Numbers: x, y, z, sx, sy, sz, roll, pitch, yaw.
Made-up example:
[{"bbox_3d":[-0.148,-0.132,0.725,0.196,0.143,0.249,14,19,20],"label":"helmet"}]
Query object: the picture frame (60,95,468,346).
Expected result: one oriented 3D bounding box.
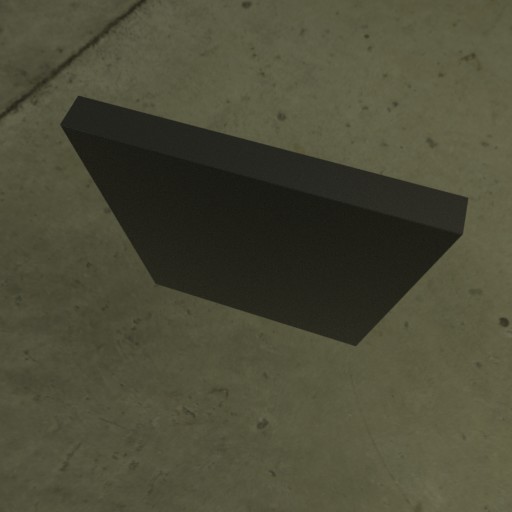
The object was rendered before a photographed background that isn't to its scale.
[{"bbox_3d":[0.000,0.000,0.523,0.328,0.378,0.034,16,67,7],"label":"picture frame"}]
